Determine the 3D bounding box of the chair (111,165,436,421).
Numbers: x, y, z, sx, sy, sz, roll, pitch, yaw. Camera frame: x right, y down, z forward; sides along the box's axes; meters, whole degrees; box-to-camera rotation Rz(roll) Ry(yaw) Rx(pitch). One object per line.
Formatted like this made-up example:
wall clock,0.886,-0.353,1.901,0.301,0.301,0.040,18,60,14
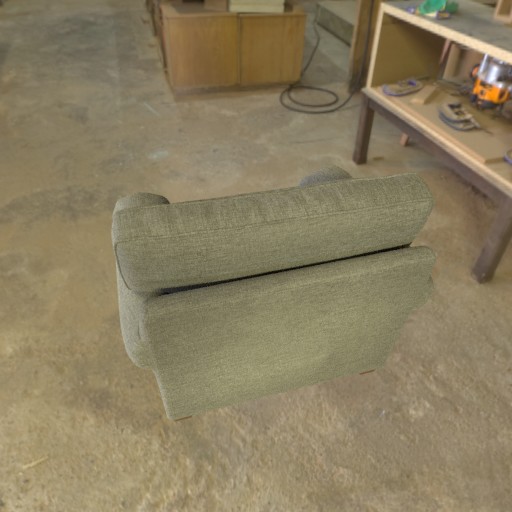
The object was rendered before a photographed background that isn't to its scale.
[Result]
chair,0.000,0.000,1.824,1.092,0.961,0.965,-10,43,-12
